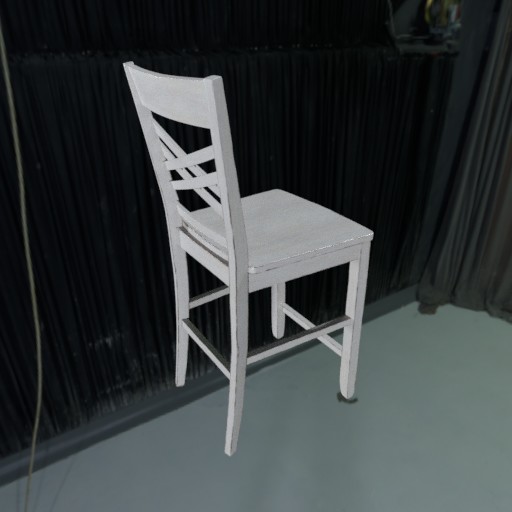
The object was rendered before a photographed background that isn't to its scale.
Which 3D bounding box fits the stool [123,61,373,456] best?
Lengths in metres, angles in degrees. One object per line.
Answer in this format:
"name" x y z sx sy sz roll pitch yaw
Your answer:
"stool" 0.000 0.000 1.345 0.539 1.079 0.462 -18 32 -30
